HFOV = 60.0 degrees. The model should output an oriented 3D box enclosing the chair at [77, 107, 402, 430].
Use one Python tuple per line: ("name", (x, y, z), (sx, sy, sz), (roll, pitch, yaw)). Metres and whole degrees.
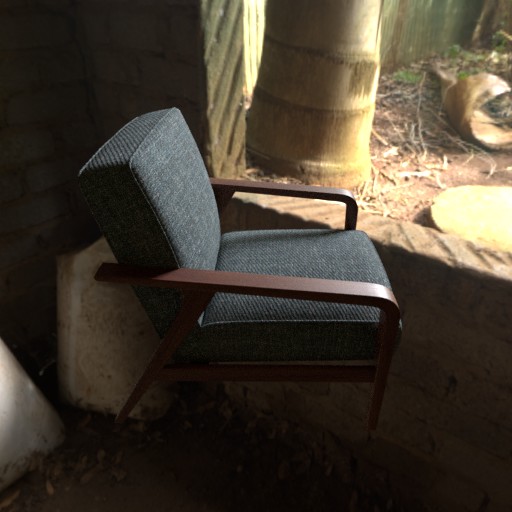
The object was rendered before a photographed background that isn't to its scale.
("chair", (0.000, 0.000, 1.484), (0.889, 0.864, 0.719), (1, 31, 2))
